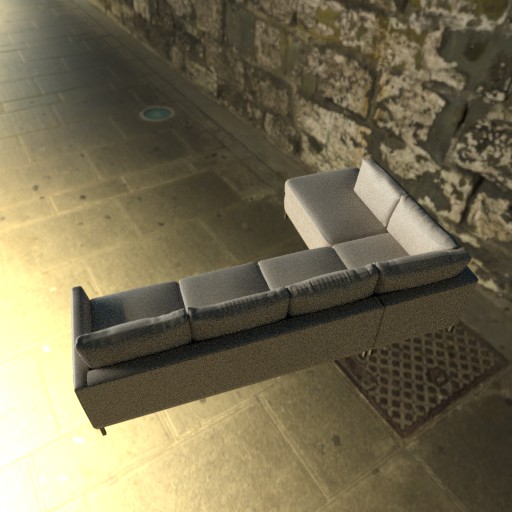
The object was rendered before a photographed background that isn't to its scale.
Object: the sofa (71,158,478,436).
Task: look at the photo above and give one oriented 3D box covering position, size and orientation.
[{"bbox_3d":[0.000,0.000,3.099,2.423,0.703,1.617,-12,44,-13],"label":"sofa"}]
